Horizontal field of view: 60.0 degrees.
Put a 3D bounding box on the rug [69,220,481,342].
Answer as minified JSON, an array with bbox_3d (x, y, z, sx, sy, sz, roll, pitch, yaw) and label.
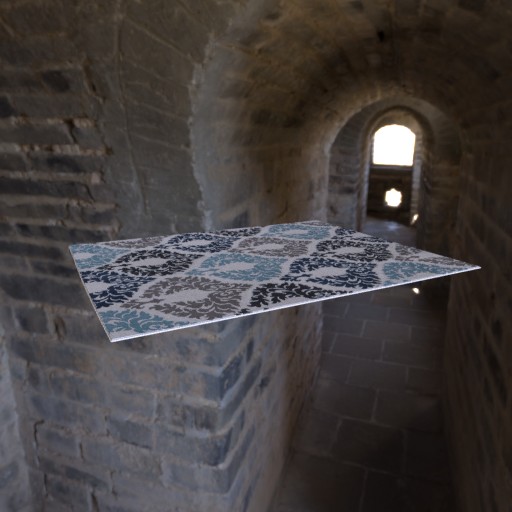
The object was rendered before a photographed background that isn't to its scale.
[{"bbox_3d":[0.000,0.000,4.105,3.040,0.014,2.423,-8,17,-26],"label":"rug"}]
